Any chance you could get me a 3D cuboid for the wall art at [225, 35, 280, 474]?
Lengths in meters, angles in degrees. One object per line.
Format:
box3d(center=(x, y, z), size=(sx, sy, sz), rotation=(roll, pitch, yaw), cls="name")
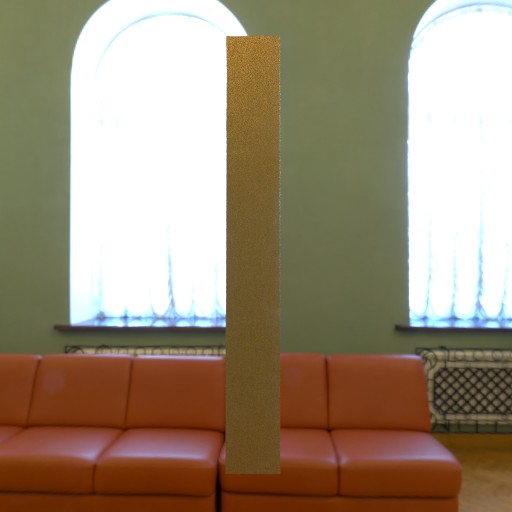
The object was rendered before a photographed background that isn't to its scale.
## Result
box3d(center=(0.000, 0.000, 0.461), size=(0.038, 0.305, 0.306), rotation=(0, -1, 1), cls="wall art")
